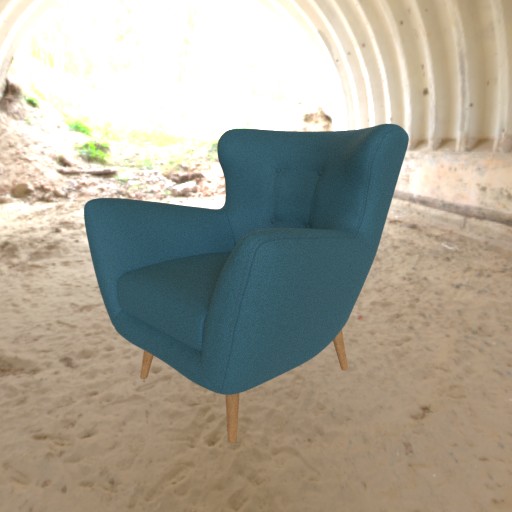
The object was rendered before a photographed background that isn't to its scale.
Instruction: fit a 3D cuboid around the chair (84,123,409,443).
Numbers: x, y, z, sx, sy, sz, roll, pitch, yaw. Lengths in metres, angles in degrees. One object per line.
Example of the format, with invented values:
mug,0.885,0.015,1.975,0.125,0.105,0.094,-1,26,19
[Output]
chair,0.000,0.000,1.564,0.889,0.889,0.890,-14,20,-42
